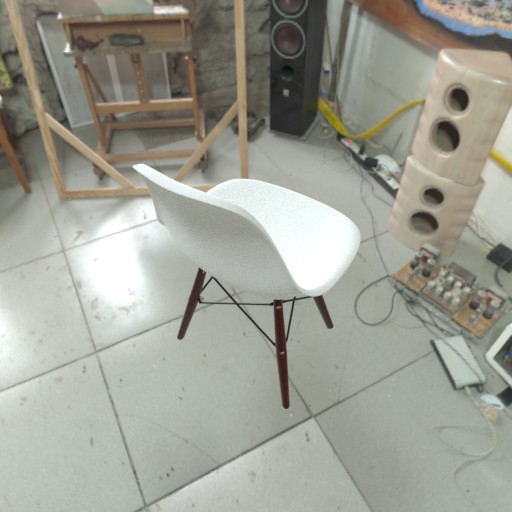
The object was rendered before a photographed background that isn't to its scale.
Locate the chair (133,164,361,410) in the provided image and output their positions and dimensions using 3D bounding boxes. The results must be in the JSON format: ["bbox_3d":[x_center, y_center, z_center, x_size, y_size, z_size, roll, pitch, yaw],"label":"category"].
[{"bbox_3d":[0.000,0.000,1.185,0.470,0.826,0.533,26,53,21],"label":"chair"}]
